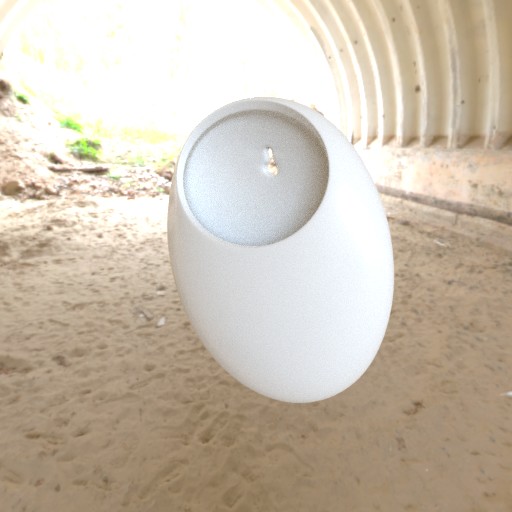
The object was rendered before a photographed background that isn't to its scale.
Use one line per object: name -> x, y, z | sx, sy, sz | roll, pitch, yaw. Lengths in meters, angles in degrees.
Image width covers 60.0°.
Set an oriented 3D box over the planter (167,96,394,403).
planter -> 0.000, 0.000, 0.276 | 0.043, 0.188, 0.185 | -14, 20, -43
